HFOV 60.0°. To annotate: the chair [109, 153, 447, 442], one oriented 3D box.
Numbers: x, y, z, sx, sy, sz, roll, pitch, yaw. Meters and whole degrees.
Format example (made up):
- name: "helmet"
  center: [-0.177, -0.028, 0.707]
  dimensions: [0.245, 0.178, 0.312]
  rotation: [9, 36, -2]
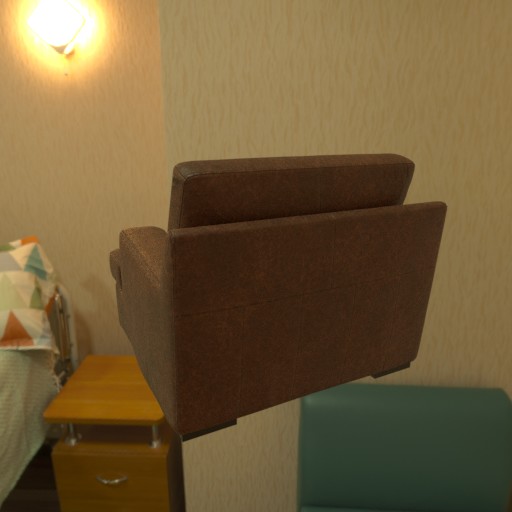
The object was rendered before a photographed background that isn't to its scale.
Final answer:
- name: "chair"
  center: [0.000, 0.000, 2.032]
  dimensions: [1.168, 0.939, 1.143]
  rotation: [-8, 18, -26]
